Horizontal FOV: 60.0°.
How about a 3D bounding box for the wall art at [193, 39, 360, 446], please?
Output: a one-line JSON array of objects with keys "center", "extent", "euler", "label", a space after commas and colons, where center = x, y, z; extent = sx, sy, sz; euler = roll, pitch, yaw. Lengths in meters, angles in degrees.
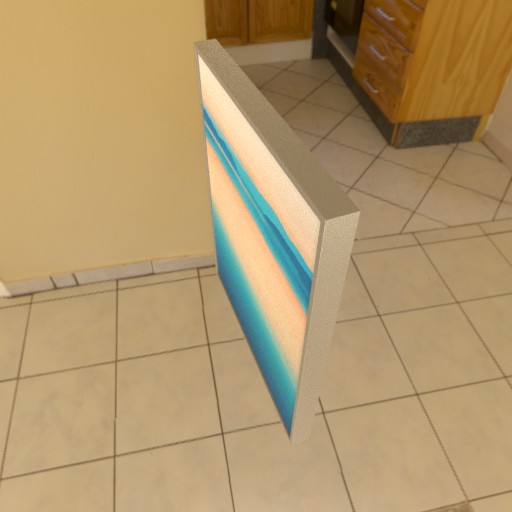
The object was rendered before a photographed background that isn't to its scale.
[{"center": [0.000, 0.000, 0.762], "extent": [0.037, 0.554, 0.453], "euler": [-16, 48, -14], "label": "wall art"}]
